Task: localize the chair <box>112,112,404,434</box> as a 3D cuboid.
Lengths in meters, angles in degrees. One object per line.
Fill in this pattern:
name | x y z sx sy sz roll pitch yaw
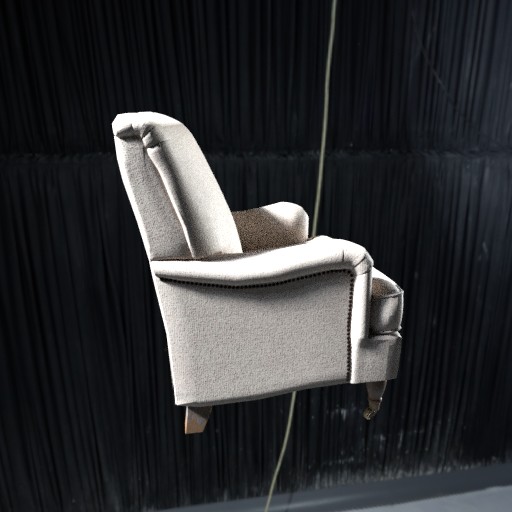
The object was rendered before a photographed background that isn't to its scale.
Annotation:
chair | 0.000 0.000 1.828 0.953 1.119 0.879 -3 16 -9
